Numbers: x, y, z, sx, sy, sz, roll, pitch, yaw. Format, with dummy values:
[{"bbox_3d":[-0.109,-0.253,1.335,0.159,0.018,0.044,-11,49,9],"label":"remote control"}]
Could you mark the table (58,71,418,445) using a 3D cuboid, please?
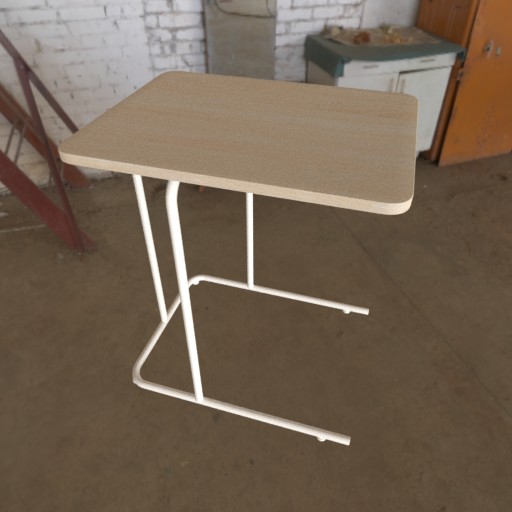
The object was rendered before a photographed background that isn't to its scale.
[{"bbox_3d":[0.000,0.000,0.863,0.480,0.550,0.370,11,41,13],"label":"table"}]
